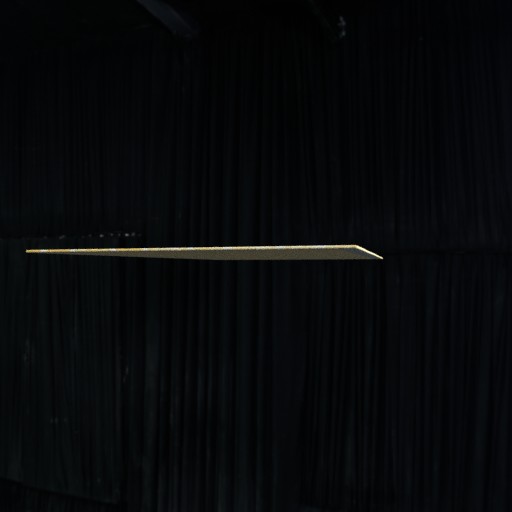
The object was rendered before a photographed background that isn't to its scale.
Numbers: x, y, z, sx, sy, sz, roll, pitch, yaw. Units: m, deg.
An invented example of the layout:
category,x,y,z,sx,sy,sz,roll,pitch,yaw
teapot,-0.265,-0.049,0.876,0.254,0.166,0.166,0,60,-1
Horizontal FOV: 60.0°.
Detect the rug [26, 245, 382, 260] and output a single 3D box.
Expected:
category,x,y,z,sx,sy,sz,roll,pitch,yaw
rug,0.000,0.000,2.327,1.213,0.010,1.829,0,-1,18
